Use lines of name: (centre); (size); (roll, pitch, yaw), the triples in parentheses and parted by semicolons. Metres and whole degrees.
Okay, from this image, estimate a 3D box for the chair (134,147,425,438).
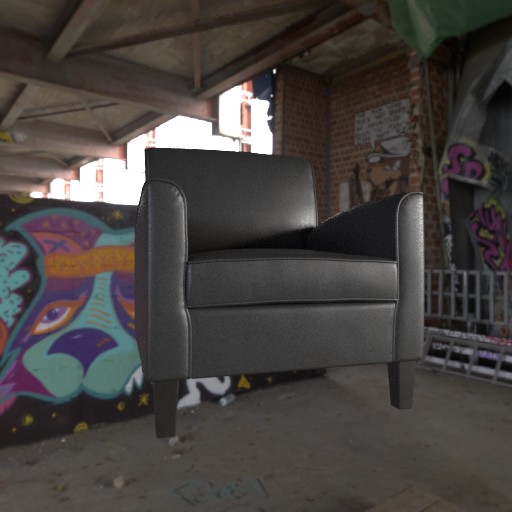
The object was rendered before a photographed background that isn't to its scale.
chair: (0.000, 0.000, 1.573); (0.820, 0.916, 0.819); (0, 0, -17)
